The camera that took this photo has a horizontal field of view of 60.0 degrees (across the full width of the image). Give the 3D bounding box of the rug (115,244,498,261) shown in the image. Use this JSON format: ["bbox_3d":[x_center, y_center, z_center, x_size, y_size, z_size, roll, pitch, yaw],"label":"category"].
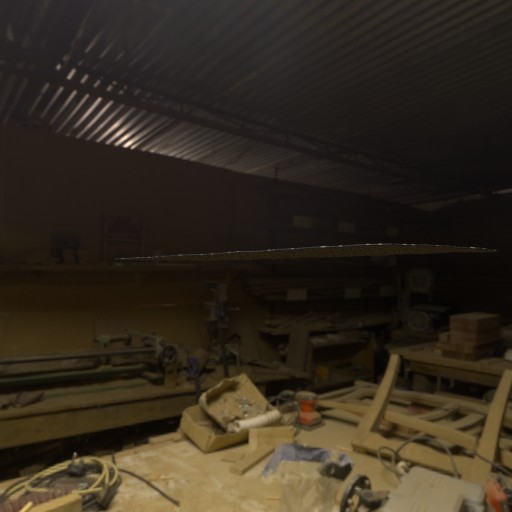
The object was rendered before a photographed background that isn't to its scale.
[{"bbox_3d":[0.000,0.000,2.656,0.807,0.010,2.476,2,-2,-38],"label":"rug"}]
